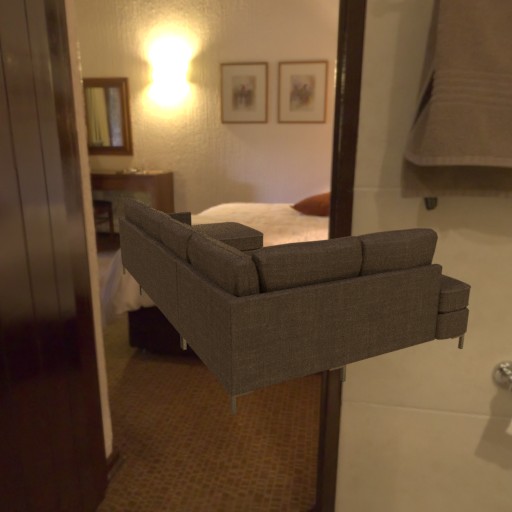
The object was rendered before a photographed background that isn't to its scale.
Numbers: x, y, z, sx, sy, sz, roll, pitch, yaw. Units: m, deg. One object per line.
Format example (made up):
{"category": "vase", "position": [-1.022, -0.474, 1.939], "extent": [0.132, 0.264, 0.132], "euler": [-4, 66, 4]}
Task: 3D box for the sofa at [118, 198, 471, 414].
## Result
{"category": "sofa", "position": [0.000, 0.000, 4.453], "extent": [2.048, 0.999, 3.423], "euler": [-7, 16, -26]}
